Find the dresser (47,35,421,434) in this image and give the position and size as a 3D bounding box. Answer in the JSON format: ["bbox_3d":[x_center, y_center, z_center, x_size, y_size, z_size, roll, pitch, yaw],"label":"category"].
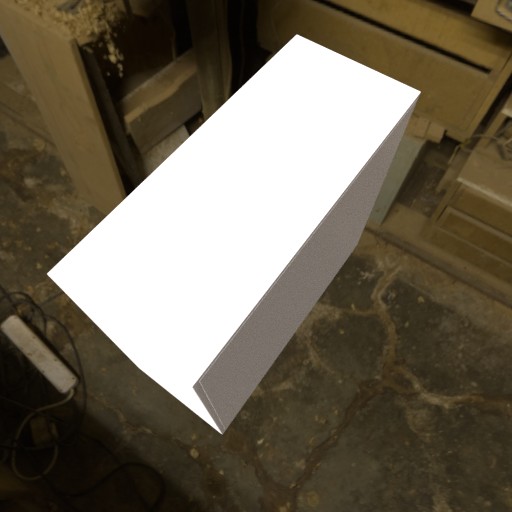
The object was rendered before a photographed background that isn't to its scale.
[{"bbox_3d":[0.000,0.000,1.665,0.460,1.000,1.100,33,67,16],"label":"dresser"}]
